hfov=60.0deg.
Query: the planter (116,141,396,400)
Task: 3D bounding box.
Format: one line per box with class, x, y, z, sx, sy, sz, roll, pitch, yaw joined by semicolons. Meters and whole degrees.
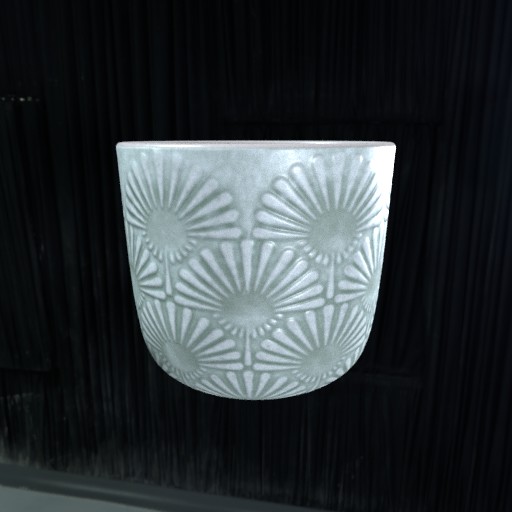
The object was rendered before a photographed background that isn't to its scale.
planter;0.000;0.000;0.219;0.124;0.109;0.124;0;15;0
